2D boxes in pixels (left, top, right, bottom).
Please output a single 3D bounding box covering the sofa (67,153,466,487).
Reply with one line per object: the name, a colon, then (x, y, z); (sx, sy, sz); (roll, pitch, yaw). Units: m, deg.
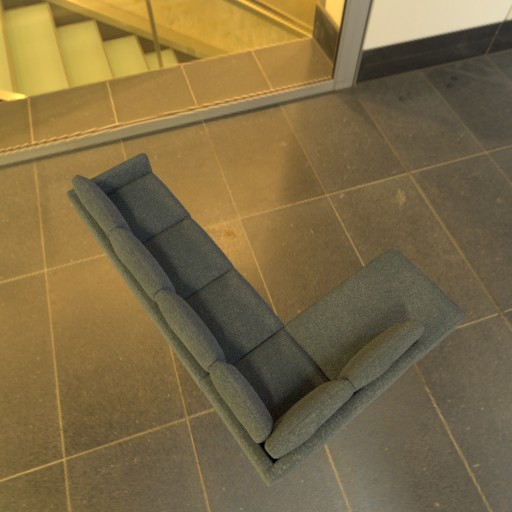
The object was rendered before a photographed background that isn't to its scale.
sofa: (0.000, 0.000, 3.795); (2.007, 0.815, 2.949); (-34, 65, -18)
